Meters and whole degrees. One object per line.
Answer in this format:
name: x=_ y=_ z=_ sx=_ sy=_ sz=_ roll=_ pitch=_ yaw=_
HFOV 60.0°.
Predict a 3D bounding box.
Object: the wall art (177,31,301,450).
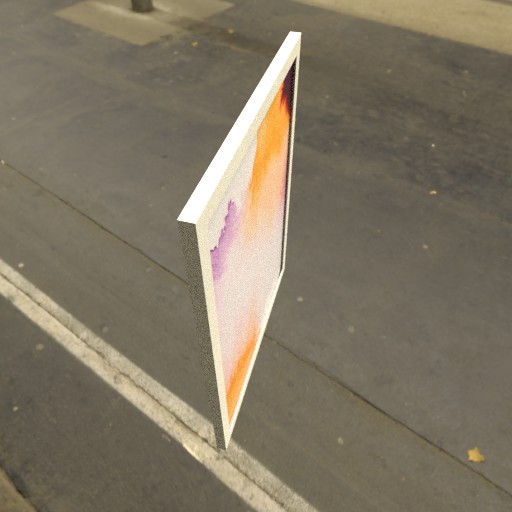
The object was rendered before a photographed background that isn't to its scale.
wall art: x=0.000 y=0.000 z=1.089 sx=0.026 sy=0.811 sz=0.661 roll=12 pitch=48 yaw=11
